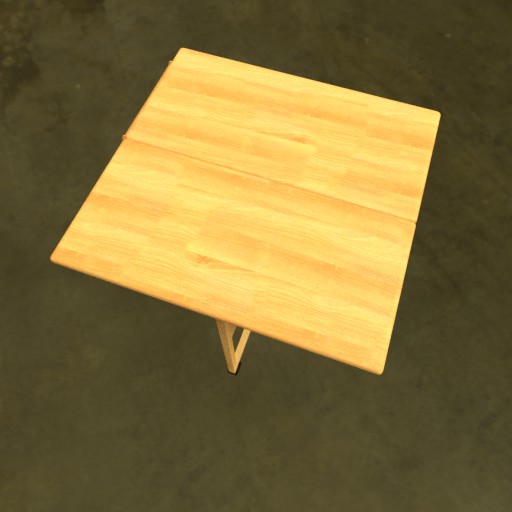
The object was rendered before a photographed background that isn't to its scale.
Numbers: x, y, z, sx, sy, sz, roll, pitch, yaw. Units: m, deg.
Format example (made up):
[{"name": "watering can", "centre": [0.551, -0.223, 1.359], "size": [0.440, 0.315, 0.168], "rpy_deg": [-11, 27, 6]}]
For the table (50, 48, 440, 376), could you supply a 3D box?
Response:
[{"name": "table", "centre": [0.000, 0.000, 1.403], "size": [0.752, 0.832, 0.693], "rpy_deg": [18, 65, 9]}]
